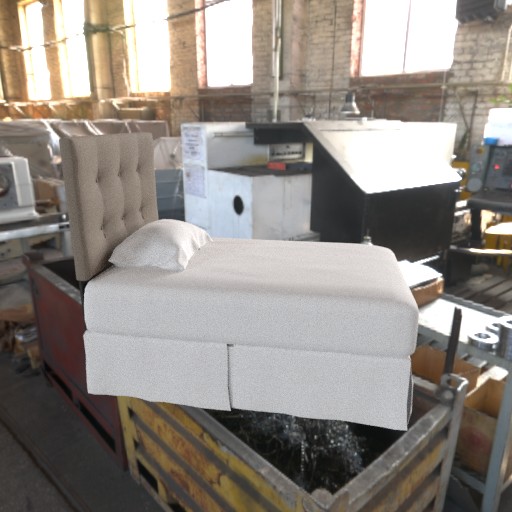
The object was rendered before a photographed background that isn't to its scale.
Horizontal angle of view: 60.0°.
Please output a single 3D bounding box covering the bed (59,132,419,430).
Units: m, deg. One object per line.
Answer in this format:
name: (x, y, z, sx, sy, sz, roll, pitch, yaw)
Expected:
bed: (0.000, 0.000, 2.974, 1.997, 1.571, 1.261, 3, 17, 9)
